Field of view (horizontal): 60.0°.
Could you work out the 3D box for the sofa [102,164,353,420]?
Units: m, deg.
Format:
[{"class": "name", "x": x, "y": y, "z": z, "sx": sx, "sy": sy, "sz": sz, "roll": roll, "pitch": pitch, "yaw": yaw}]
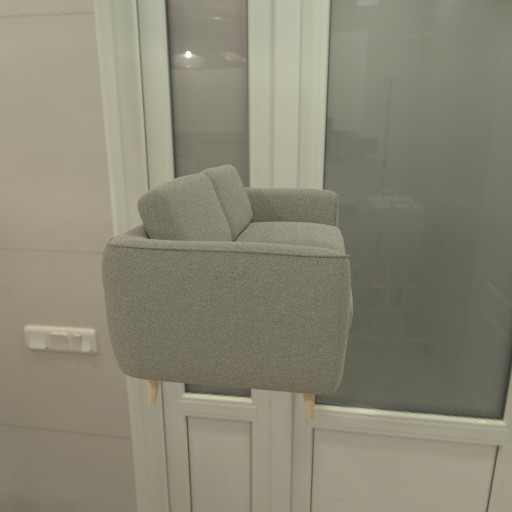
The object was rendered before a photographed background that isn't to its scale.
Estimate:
[{"class": "sofa", "x": 0.000, "y": 0.000, "z": 2.259, "sx": 0.920, "sy": 0.850, "sz": 1.700, "roll": 2, "pitch": 16, "yaw": 8}]
